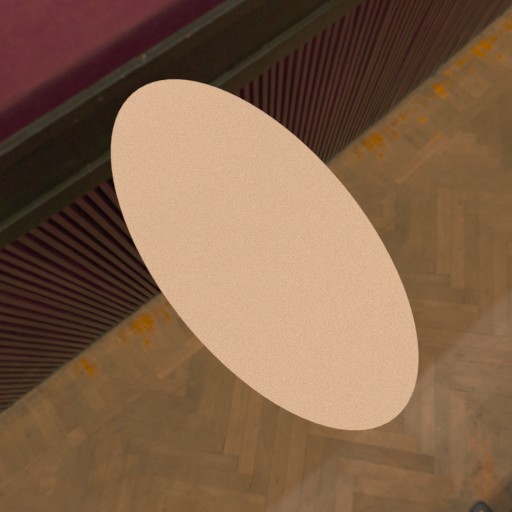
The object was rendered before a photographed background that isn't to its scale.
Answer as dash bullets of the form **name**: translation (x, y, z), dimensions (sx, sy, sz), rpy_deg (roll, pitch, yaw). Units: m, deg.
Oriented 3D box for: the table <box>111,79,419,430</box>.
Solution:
- **table**: translation (0.000, 0.000, 1.322), dimensions (0.542, 0.390, 1.083), rpy_deg (-36, 79, -8)
